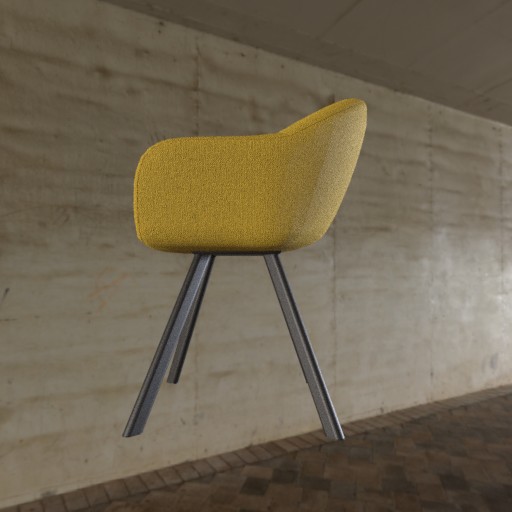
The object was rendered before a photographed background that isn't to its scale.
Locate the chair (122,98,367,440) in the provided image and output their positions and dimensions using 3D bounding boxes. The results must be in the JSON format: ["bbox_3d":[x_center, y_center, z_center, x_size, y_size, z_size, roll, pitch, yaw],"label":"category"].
[{"bbox_3d":[0.000,0.000,1.167,0.565,0.775,0.545,0,-1,1],"label":"chair"}]
